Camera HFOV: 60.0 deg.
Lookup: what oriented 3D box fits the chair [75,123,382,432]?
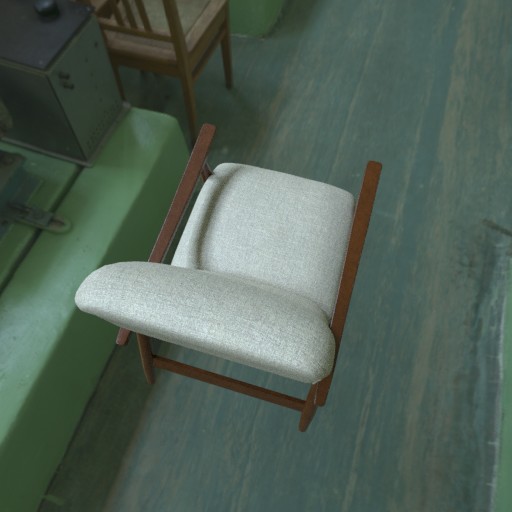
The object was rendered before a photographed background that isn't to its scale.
[{"bbox_3d":[0.000,0.000,1.683,0.762,1.082,1.014,15,63,8],"label":"chair"}]
